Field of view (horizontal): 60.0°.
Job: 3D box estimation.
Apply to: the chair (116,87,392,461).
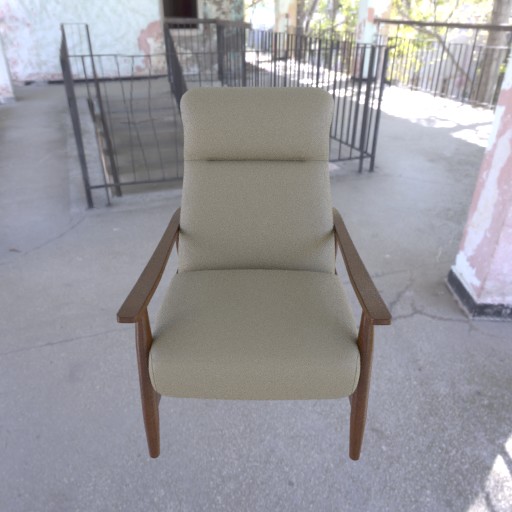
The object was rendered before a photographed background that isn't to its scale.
[{"bbox_3d":[0.000,0.000,1.692,0.762,1.082,1.014,0,29,1],"label":"chair"}]
